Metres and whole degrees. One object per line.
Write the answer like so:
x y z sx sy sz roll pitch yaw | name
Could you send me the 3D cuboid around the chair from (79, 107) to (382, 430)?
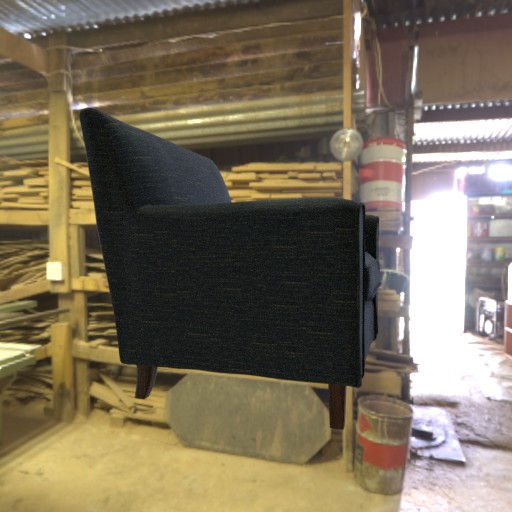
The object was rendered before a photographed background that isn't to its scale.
0.000 0.000 1.638 0.873 0.928 0.864 1 2 19 | chair
